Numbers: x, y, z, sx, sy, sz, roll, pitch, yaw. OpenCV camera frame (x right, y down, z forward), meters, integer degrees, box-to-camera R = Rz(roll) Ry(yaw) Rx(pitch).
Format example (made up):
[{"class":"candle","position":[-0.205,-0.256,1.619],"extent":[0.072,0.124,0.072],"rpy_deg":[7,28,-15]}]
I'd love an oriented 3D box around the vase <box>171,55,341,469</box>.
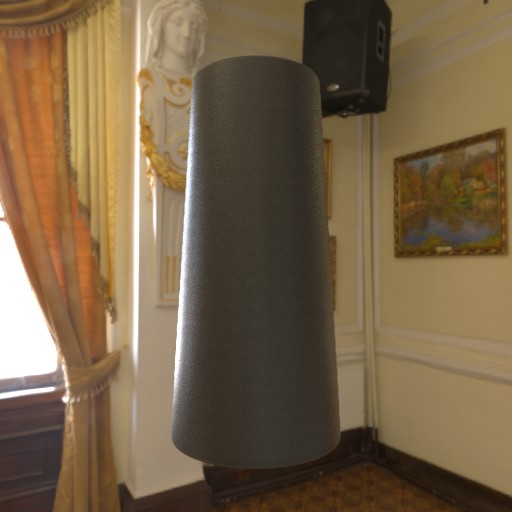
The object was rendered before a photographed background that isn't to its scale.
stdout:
[{"class":"vase","position":[0.000,0.000,0.368],"extent":[0.136,0.289,0.136],"rpy_deg":[0,-2,-18]}]
